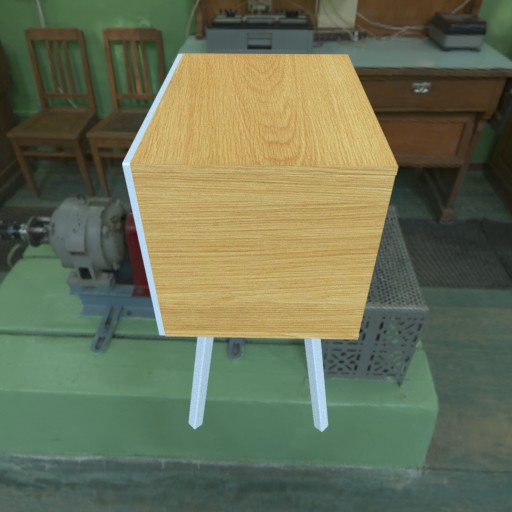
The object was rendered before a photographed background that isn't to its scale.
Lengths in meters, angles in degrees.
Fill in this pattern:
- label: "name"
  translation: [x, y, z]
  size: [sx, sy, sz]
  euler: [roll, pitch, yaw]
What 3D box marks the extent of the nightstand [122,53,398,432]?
- label: "nightstand"
  translation: [0.000, 0.000, 0.828]
  size: [0.316, 0.601, 0.400]
  euler: [1, 40, 1]
